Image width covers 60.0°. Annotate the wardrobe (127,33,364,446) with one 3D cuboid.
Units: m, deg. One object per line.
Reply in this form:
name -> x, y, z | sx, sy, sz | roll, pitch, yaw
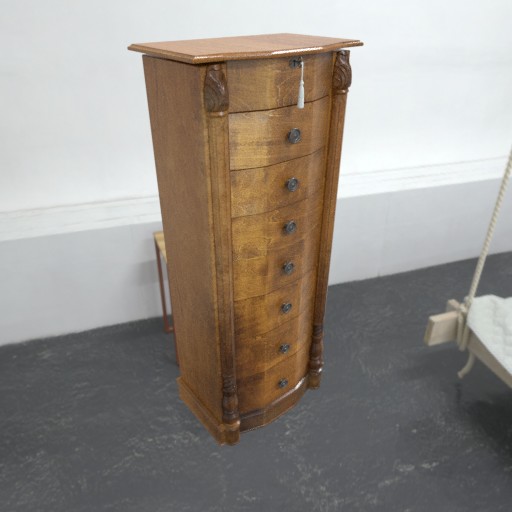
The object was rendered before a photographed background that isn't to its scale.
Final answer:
wardrobe -> 0.000, 0.000, 1.101 | 0.406, 0.959, 0.273 | -22, 38, -32
